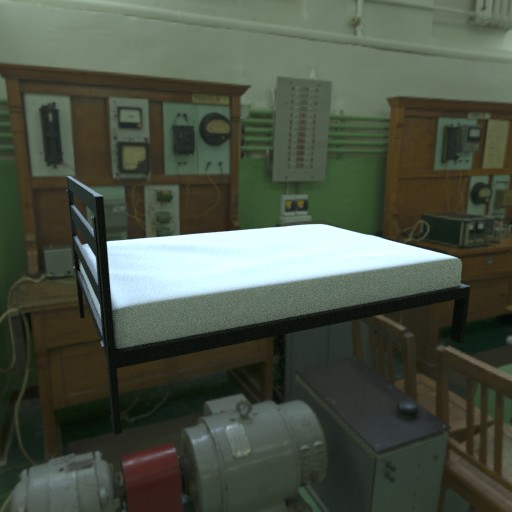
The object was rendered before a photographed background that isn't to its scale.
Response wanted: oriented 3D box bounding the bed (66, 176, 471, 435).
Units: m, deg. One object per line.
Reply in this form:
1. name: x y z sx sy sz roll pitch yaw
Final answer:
1. bed: 0.000 0.000 2.799 2.062 0.967 1.524 -6 15 -26
